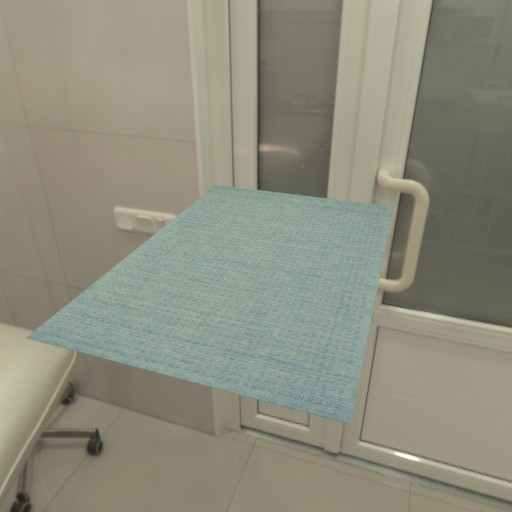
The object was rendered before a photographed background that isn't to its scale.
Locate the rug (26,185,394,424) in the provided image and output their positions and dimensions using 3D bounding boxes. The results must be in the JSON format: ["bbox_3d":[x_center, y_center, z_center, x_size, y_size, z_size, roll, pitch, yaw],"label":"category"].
[{"bbox_3d":[0.000,0.000,3.636,1.982,0.006,2.895,10,30,17],"label":"rug"}]
